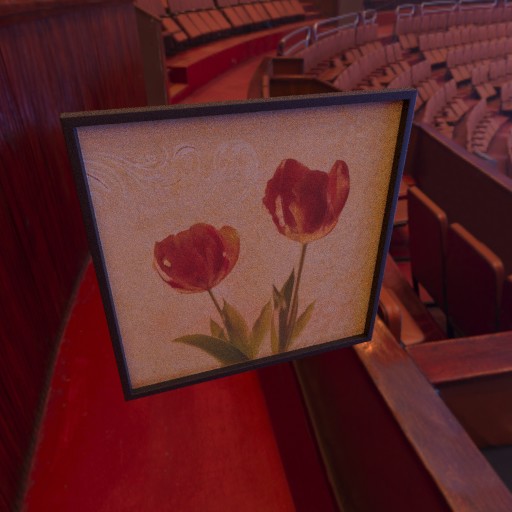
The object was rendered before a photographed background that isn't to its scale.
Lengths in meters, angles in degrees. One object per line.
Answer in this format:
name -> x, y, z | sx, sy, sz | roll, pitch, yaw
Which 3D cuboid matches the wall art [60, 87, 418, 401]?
wall art -> 0.000, 0.000, 1.184 | 0.805, 0.807, 0.043 | -10, 33, -15
